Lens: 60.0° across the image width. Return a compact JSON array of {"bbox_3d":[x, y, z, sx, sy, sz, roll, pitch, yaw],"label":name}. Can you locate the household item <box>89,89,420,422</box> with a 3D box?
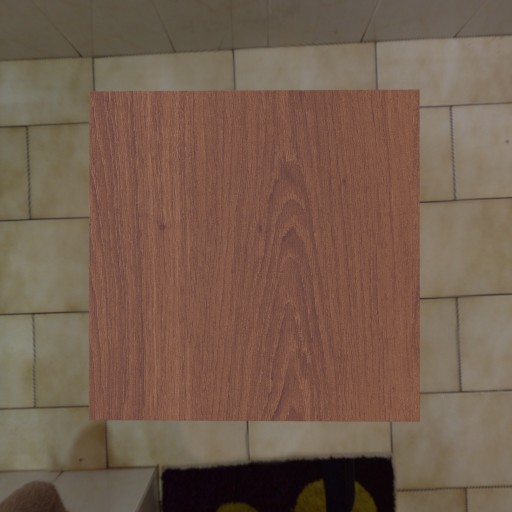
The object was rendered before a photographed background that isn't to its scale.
[{"bbox_3d":[0.000,0.000,0.736,0.400,0.400,0.400,0,90,1],"label":"household item"}]
